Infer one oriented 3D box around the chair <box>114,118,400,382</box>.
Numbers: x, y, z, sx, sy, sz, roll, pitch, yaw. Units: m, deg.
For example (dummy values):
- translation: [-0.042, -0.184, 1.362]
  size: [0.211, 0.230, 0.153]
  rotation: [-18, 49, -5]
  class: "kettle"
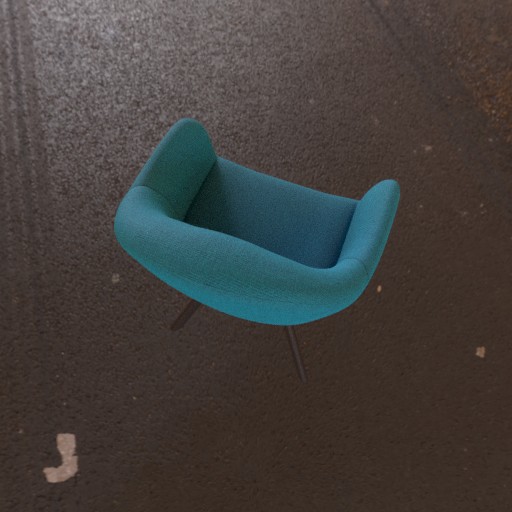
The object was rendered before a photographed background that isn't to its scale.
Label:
- translation: [0.000, 0.000, 1.196]
  size: [0.590, 0.795, 0.550]
  rotation: [19, 65, 10]
  class: "chair"
